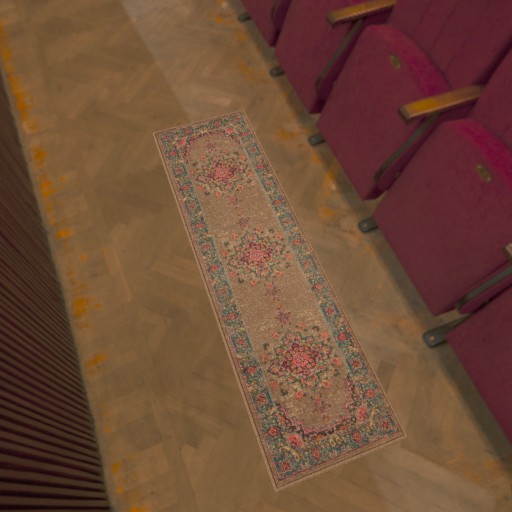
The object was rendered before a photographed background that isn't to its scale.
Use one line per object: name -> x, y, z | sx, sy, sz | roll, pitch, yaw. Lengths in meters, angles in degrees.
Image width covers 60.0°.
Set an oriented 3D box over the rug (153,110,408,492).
rug -> 0.000, 0.000, 2.523 | 0.659, 0.019, 2.297 | -18, 61, -10
